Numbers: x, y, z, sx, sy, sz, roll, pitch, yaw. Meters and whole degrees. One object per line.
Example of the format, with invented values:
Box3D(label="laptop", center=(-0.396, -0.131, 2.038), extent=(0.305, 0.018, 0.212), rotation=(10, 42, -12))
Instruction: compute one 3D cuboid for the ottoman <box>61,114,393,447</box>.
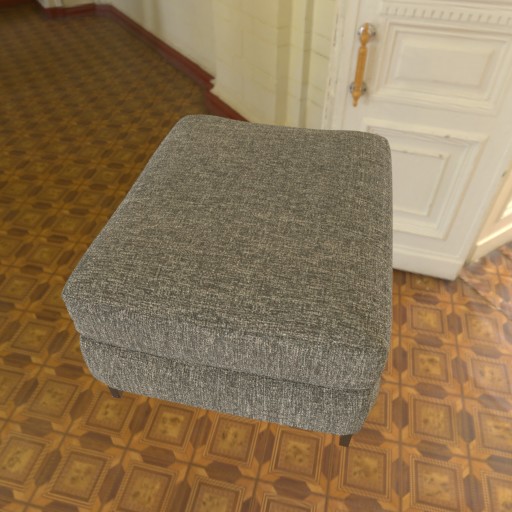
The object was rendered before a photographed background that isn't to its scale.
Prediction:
Box3D(label="ottoman", center=(0.000, 0.000, 1.205), extent=(0.683, 0.480, 0.828), rotation=(9, 46, 9))
